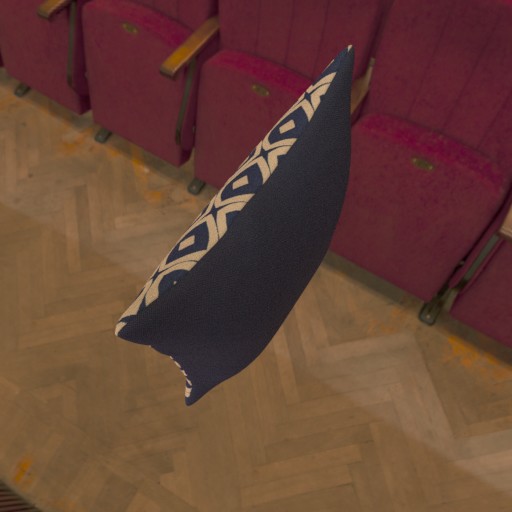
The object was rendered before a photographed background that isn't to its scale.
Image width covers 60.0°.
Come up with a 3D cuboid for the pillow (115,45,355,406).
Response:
[{"bbox_3d":[0.000,0.000,0.749,0.188,0.494,0.504,30,67,14],"label":"pillow"}]
